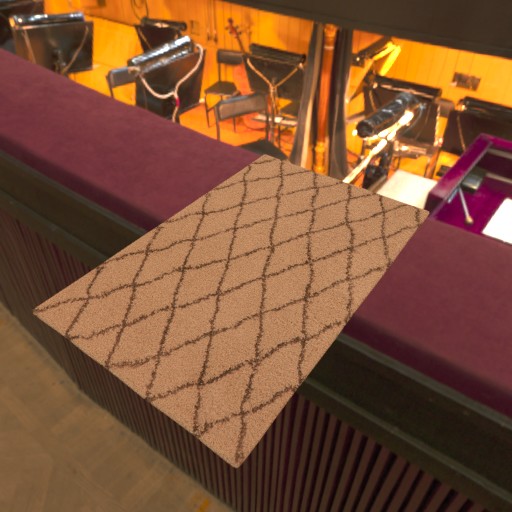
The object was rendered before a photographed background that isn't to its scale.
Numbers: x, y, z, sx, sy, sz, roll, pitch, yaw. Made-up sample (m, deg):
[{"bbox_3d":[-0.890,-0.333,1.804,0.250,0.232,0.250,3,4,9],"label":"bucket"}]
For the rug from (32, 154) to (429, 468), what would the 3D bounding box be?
[{"bbox_3d":[0.000,0.000,3.449,1.778,0.030,2.743,26,47,27],"label":"rug"}]
